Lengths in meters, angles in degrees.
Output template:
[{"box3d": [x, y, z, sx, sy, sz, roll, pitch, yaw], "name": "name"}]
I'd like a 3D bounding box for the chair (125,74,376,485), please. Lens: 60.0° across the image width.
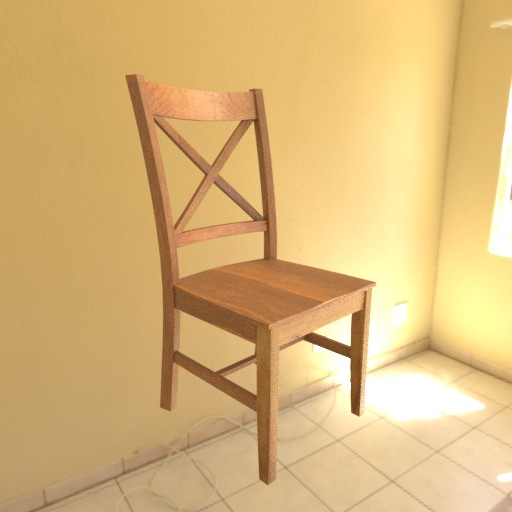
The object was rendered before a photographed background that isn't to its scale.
[{"box3d": [0.000, 0.000, 1.285, 0.485, 0.983, 0.542, -13, 19, -43], "name": "chair"}]
